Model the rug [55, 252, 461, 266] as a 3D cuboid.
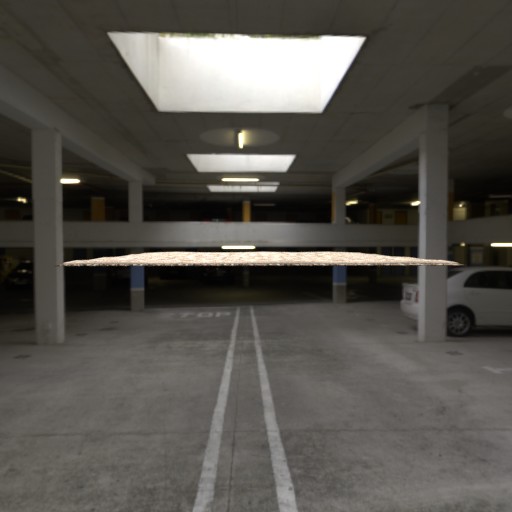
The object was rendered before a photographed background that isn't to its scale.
[{"bbox_3d":[0.000,0.000,4.102,2.426,0.034,3.061,0,2,-2],"label":"rug"}]
